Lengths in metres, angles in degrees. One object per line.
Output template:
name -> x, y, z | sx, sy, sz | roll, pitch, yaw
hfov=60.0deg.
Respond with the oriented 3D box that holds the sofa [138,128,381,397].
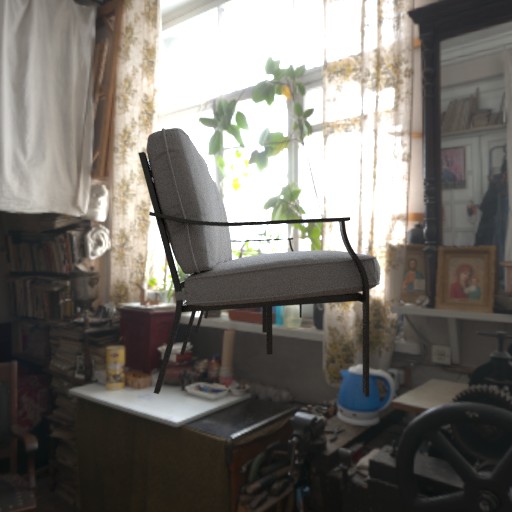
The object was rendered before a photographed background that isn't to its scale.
sofa -> 0.000, 0.000, 2.224 | 0.787, 0.860, 1.740 | 0, 0, -1
